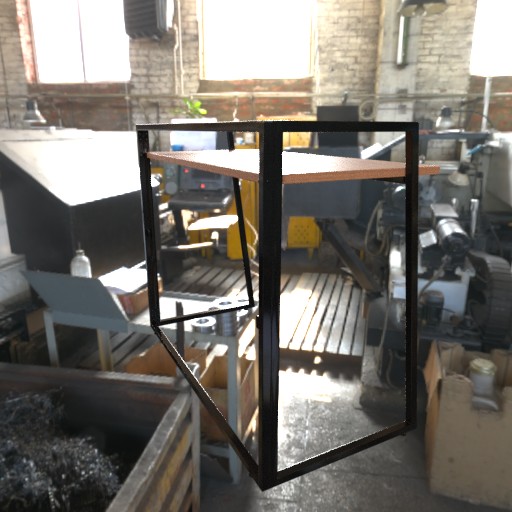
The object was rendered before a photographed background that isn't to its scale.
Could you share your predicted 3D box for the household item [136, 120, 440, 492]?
[{"bbox_3d":[0.000,0.000,1.502,0.510,0.860,1.050,-8,18,-26],"label":"household item"}]
